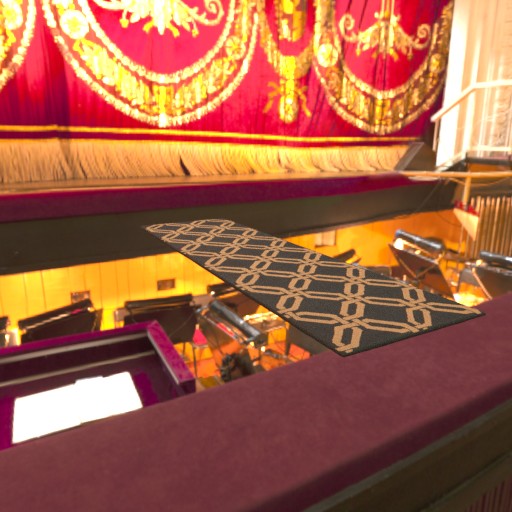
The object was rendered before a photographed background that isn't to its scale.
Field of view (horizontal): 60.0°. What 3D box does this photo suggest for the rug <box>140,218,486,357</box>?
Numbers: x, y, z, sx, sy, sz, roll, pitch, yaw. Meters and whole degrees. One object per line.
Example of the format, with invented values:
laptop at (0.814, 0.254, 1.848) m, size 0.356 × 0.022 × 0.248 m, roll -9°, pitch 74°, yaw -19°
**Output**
rug at (0.000, 0.000, 2.438) m, size 0.678 × 0.014 × 2.276 m, roll -8°, pitch 17°, yaw -28°
